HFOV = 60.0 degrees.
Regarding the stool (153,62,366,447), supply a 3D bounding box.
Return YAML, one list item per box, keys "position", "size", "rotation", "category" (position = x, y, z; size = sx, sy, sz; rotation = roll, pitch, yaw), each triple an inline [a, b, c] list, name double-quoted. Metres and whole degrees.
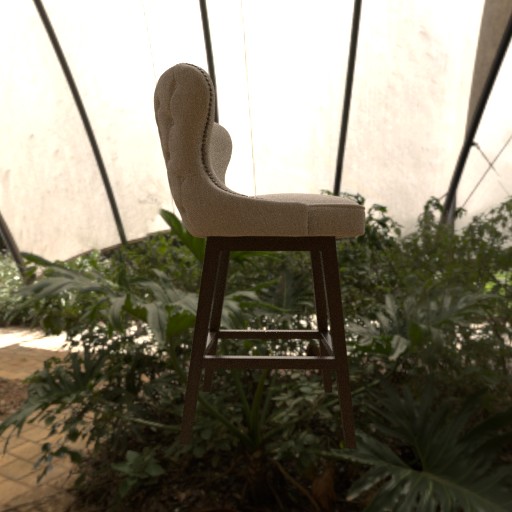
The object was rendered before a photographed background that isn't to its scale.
- position: [0.000, 0.000, 1.360]
  size: [0.597, 0.972, 0.615]
  rotation: [0, 1, 2]
  category: "stool"
